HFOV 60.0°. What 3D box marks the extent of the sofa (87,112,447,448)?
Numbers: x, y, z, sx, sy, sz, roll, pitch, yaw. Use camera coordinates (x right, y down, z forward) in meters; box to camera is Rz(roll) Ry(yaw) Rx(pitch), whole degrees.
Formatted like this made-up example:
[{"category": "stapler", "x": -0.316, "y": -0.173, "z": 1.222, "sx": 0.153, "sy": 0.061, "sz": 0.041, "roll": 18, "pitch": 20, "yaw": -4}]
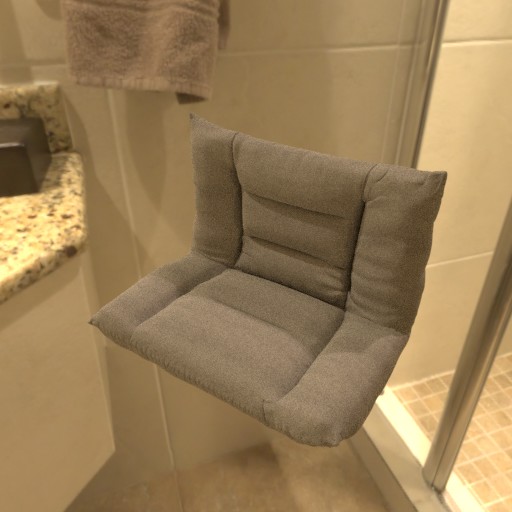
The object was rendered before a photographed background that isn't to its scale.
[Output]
[{"category": "sofa", "x": 0.000, "y": 0.000, "z": 1.688, "sx": 1.144, "sy": 0.795, "sz": 0.847, "roll": 19, "pitch": 36, "yaw": 28}]
